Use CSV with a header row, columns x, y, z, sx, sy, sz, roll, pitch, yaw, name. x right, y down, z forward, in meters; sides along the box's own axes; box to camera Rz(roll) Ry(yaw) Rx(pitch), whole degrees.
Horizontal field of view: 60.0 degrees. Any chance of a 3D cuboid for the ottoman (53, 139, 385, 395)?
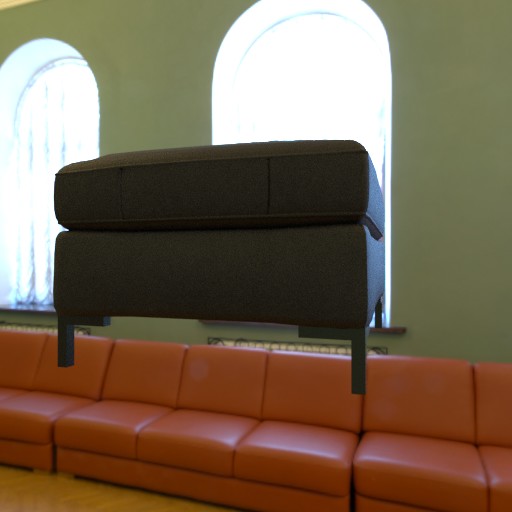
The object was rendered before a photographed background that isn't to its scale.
x,y,z,sx,sy,sz,roll,pitch,yaw,name
0.000,0.000,1.779,0.967,0.696,1.187,0,0,18,ottoman
